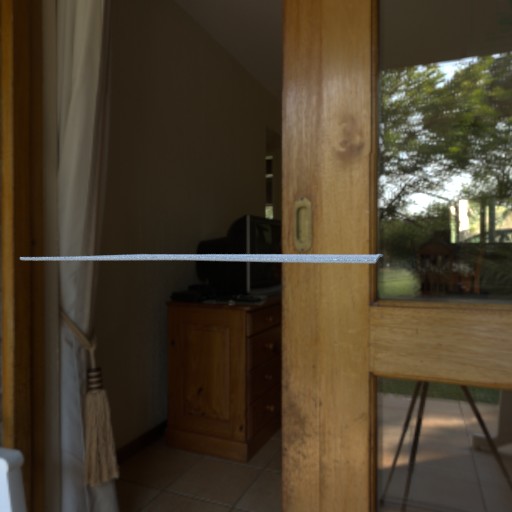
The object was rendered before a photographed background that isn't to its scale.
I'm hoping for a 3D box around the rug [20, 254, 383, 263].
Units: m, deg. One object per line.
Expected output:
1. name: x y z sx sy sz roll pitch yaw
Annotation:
1. rug: 0.000 0.000 2.963 1.616 0.030 2.338 0 1 17
